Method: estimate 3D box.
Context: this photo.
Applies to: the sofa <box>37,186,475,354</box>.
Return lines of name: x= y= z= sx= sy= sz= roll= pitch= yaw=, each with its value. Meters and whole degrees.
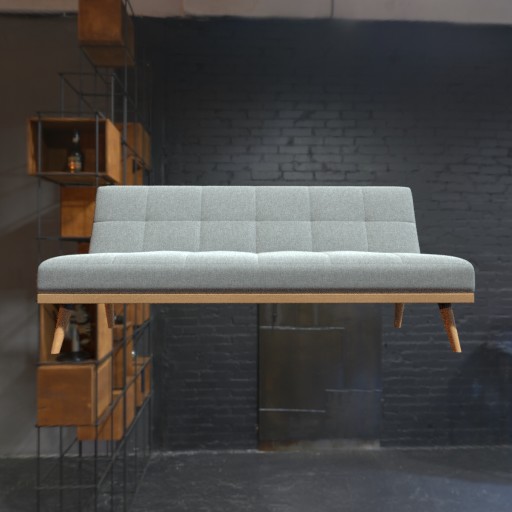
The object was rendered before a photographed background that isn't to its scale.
sofa: x=0.000 y=0.000 z=2.213 sx=1.820 sy=0.800 sz=0.800 roll=0 pitch=0 yaw=-1
